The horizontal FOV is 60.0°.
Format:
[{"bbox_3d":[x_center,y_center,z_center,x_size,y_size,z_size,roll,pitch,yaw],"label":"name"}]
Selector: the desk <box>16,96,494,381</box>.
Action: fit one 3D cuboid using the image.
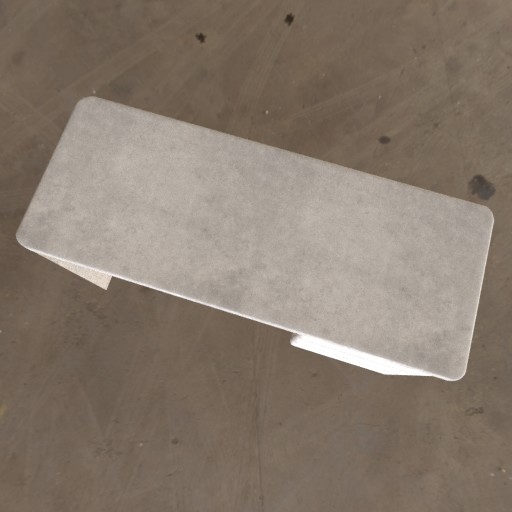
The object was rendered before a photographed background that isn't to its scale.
[{"bbox_3d":[0.000,0.000,1.733,1.400,0.755,0.550,17,76,4],"label":"desk"}]
